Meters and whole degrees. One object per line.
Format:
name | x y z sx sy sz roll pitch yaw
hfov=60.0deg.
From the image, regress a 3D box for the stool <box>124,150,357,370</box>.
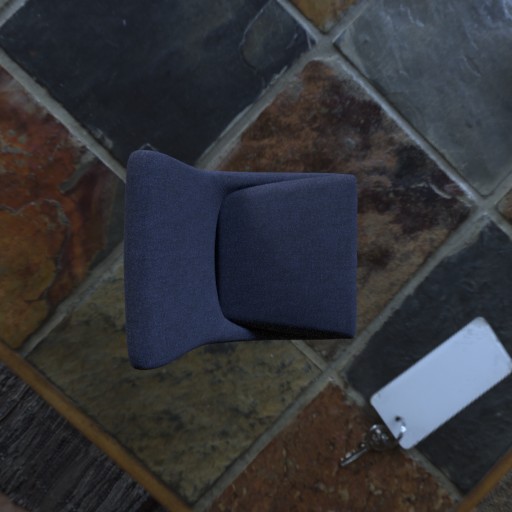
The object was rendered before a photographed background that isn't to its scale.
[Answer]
stool | 0.000 0.000 1.407 0.572 1.068 0.489 0 91 -2
